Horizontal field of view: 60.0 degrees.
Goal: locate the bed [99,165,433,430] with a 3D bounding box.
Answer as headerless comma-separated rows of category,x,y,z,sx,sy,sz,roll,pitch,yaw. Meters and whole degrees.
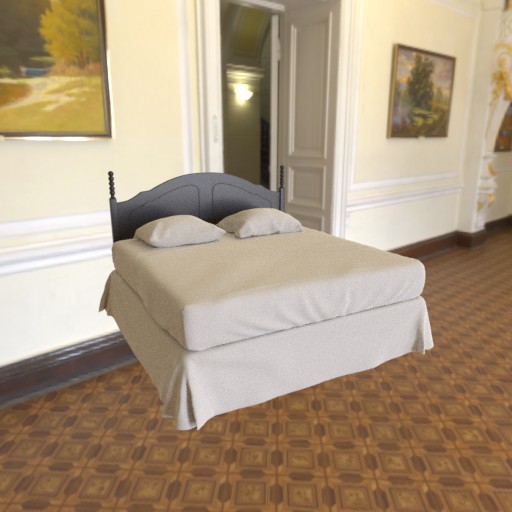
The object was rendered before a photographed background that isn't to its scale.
bed,0.000,0.000,3.774,2.322,1.355,2.219,-8,17,-28
